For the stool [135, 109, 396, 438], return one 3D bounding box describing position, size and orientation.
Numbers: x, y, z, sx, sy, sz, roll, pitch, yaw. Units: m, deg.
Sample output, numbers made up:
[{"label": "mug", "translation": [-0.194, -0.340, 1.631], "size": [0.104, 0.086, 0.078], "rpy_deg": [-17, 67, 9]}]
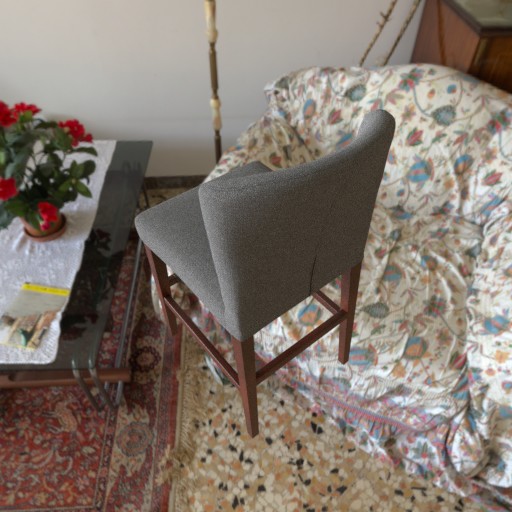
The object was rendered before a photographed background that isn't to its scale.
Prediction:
[{"label": "stool", "translation": [0.000, 0.000, 1.286], "size": [0.479, 0.968, 0.568], "rpy_deg": [-30, 53, -26]}]
